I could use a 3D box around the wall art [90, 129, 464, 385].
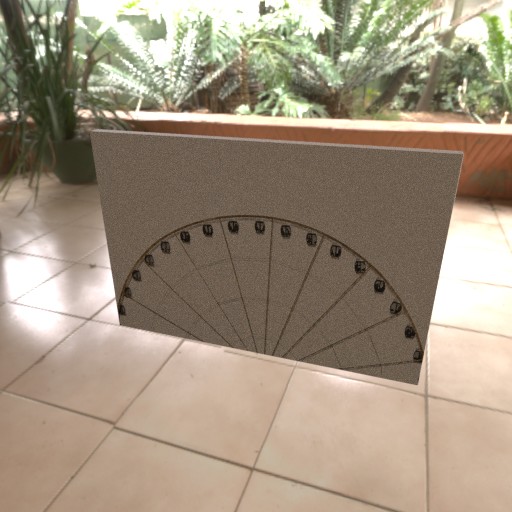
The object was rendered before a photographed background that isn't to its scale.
[{"bbox_3d":[0.000,0.000,1.167,0.898,0.601,0.038,8,26,16],"label":"wall art"}]
